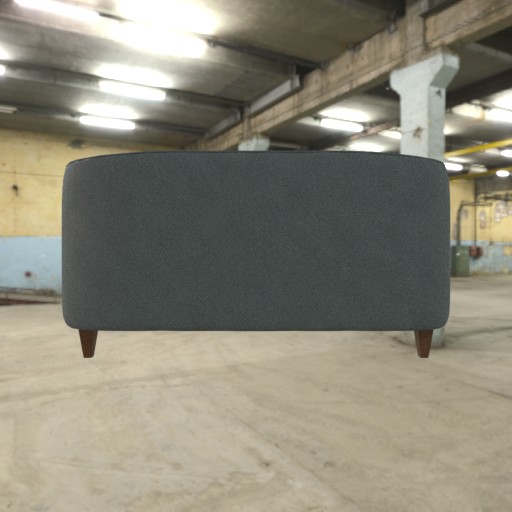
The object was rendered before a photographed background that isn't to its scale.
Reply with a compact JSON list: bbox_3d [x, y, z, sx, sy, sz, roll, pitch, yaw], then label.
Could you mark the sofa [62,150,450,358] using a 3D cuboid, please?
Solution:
[{"bbox_3d":[0.000,0.000,2.228,1.733,0.855,0.941,0,0,0],"label":"sofa"}]
